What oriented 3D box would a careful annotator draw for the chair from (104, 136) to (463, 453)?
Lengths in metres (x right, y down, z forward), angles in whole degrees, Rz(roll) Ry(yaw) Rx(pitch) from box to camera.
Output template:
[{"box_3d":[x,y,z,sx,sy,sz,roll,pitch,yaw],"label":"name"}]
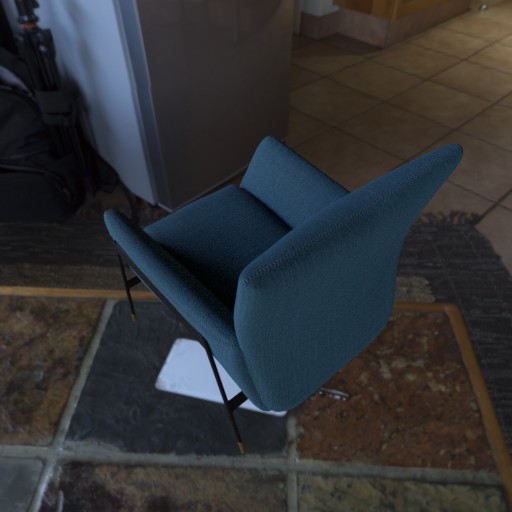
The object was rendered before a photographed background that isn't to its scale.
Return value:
[{"box_3d":[0.000,0.000,1.382,0.678,0.859,0.769,-32,54,-27],"label":"chair"}]
